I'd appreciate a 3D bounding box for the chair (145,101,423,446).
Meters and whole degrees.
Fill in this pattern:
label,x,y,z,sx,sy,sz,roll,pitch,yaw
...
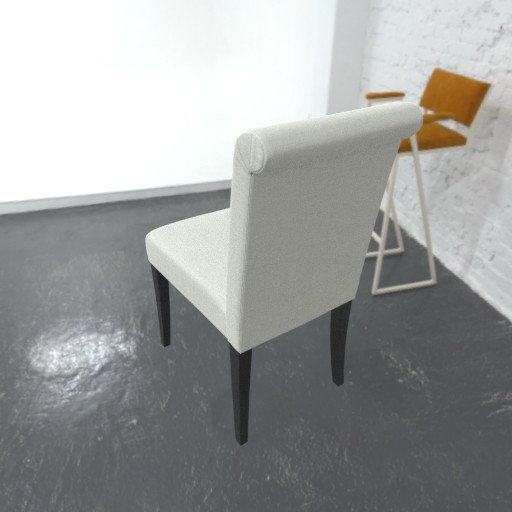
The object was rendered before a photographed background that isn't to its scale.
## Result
label,x,y,z,sx,sy,sz,roll,pitch,yaw
chair,0.000,0.000,1.369,0.452,0.976,0.708,-20,36,-29
